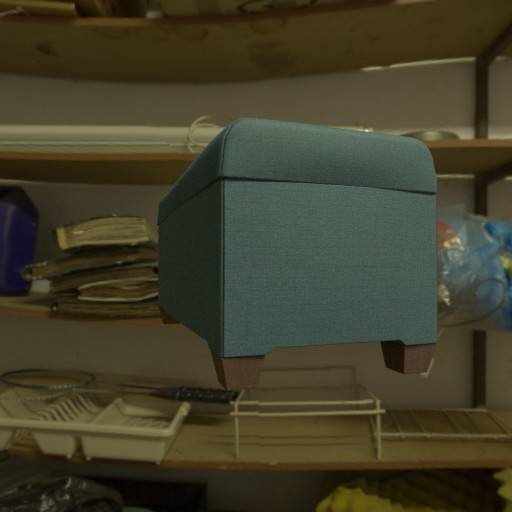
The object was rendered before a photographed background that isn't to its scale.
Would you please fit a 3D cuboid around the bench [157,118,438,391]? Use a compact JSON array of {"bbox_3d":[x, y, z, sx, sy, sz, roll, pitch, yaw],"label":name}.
[{"bbox_3d":[0.000,0.000,1.257,0.476,0.474,0.995,0,-1,-18],"label":"bench"}]
